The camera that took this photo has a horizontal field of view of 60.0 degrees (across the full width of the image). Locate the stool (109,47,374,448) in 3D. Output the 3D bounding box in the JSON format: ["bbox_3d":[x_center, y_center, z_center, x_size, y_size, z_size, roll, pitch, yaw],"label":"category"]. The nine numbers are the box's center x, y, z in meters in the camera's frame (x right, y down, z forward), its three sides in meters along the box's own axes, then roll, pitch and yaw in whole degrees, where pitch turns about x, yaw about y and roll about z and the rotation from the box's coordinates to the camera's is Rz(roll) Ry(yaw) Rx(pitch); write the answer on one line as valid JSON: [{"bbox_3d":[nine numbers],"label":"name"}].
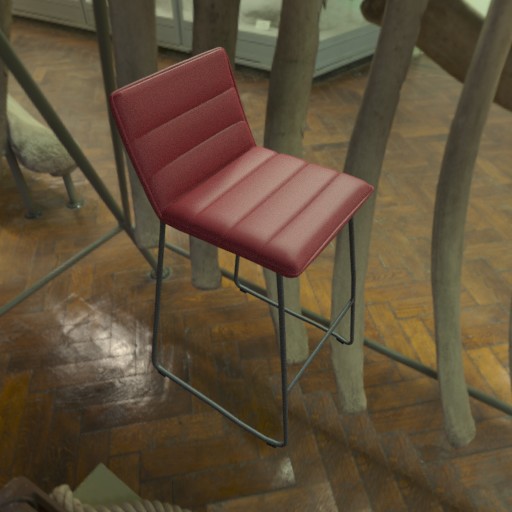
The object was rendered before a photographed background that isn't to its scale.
[{"bbox_3d":[0.000,0.000,1.231,0.524,0.937,0.489,25,48,25],"label":"stool"}]
